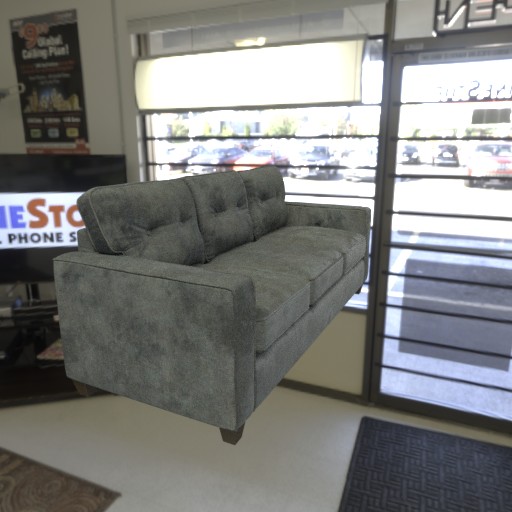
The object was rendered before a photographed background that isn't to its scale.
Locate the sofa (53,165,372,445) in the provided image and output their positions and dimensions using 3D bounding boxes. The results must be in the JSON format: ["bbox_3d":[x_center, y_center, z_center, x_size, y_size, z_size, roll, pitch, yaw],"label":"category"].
[{"bbox_3d":[0.000,0.000,2.657,0.939,0.965,2.133,7,16,26],"label":"sofa"}]
